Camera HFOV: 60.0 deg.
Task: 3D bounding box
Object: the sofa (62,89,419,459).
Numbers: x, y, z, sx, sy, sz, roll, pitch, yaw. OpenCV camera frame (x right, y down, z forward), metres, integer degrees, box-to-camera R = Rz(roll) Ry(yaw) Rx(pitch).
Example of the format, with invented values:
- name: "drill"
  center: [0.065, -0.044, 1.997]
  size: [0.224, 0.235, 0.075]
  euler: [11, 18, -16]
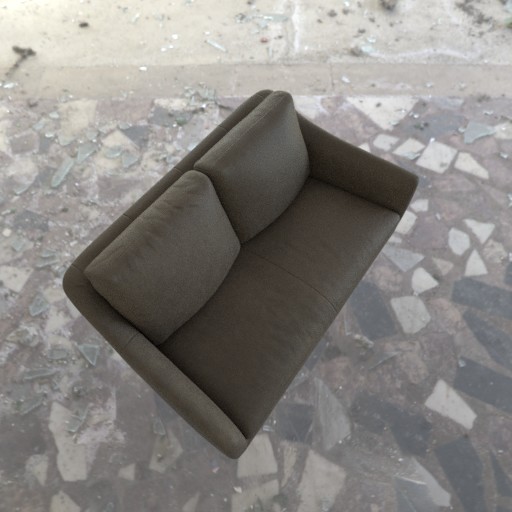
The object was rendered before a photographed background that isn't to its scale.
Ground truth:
- name: "sofa"
  center: [0.000, 0.000, 2.205]
  size: [0.960, 0.902, 1.619]
  euler: [32, 64, 17]
